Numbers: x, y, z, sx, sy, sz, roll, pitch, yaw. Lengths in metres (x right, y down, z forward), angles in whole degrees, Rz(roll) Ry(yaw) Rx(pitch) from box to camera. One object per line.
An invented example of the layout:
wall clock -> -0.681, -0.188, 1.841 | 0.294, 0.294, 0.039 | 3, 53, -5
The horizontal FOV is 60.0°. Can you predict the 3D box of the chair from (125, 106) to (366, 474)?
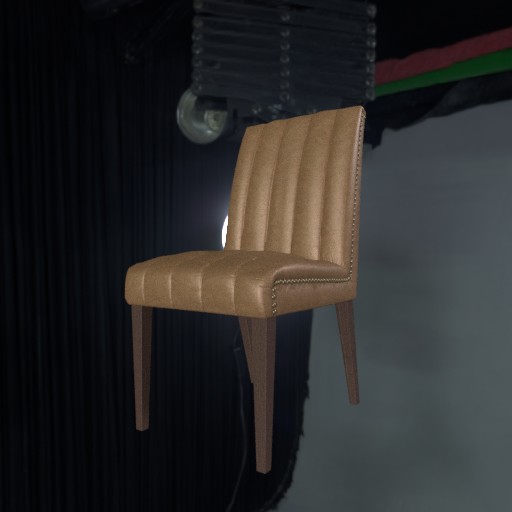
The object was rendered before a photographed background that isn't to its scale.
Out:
chair -> 0.000, 0.000, 1.392 | 0.511, 1.016, 0.647 | 0, 1, 35
